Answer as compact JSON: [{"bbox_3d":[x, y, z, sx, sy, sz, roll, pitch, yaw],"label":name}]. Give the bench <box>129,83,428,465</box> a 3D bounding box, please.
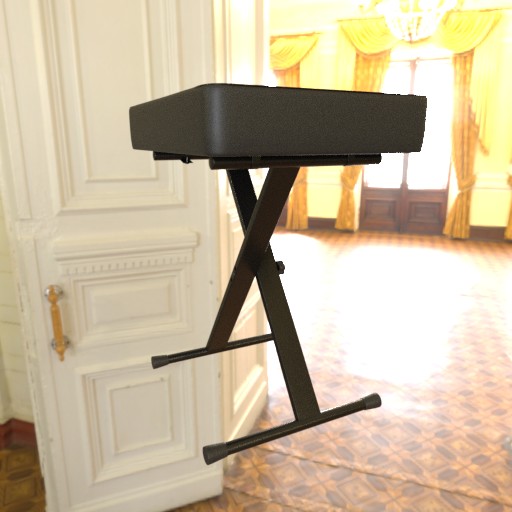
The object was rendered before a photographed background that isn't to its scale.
[{"bbox_3d":[0.000,0.000,0.763,0.321,0.500,0.424,-7,16,-26],"label":"bench"}]
